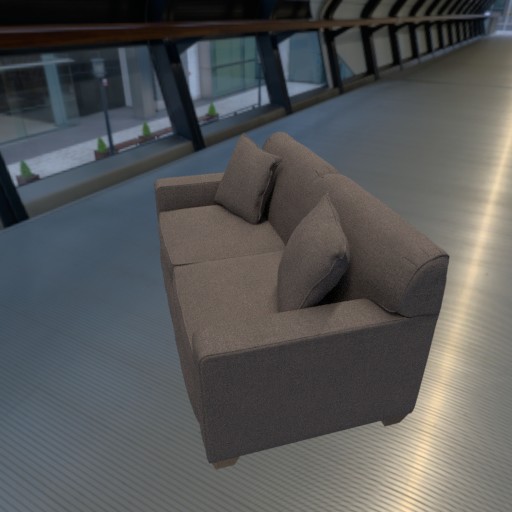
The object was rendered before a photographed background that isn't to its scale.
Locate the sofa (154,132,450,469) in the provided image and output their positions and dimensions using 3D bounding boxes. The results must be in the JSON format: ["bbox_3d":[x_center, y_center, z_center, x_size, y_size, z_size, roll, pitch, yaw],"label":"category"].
[{"bbox_3d":[0.000,0.000,2.449,1.000,0.958,1.846,-8,31,-14],"label":"sofa"}]
